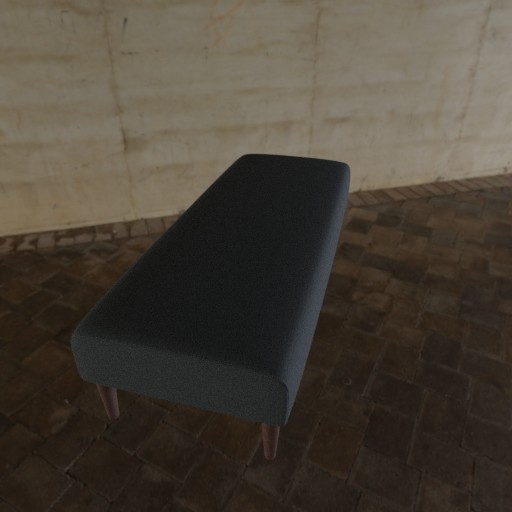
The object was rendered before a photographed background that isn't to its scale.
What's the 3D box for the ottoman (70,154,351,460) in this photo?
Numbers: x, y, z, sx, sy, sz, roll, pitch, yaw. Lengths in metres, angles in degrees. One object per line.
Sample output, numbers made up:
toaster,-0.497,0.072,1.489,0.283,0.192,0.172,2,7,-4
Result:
ottoman,0.000,0.000,1.867,0.646,0.393,1.609,8,32,13
